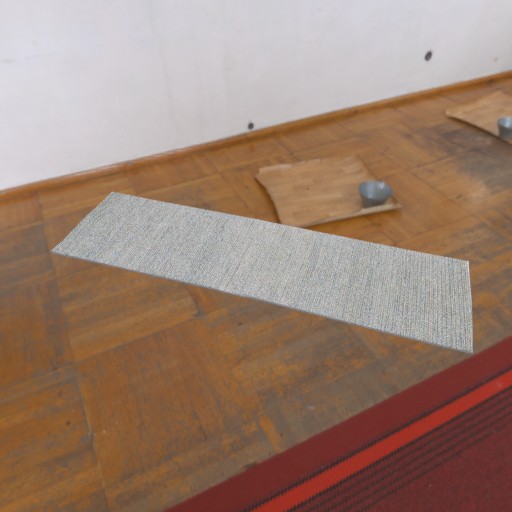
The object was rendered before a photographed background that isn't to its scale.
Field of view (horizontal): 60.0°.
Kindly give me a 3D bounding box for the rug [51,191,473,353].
[{"bbox_3d":[0.000,0.000,2.562,2.341,0.037,0.675,12,42,14],"label":"rug"}]
